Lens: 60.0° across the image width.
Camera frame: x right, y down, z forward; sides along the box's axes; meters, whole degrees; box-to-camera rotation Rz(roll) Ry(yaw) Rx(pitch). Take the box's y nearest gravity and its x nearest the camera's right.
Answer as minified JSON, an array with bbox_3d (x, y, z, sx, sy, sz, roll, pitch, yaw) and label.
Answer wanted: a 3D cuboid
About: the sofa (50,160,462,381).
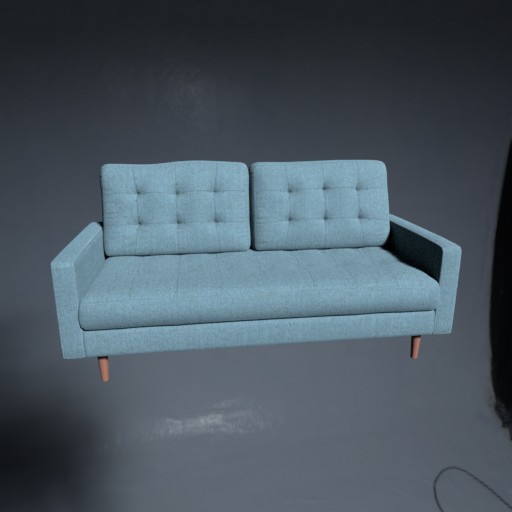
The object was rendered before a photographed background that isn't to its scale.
[{"bbox_3d":[0.000,0.000,2.584,2.010,1.050,0.966,-2,17,-8],"label":"sofa"}]
